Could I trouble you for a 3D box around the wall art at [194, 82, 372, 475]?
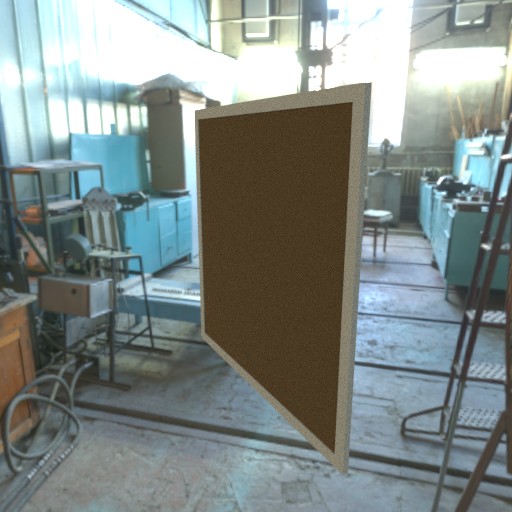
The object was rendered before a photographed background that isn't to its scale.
[{"bbox_3d":[0.000,0.000,1.222,0.015,0.812,0.812,-8,16,-28],"label":"wall art"}]
